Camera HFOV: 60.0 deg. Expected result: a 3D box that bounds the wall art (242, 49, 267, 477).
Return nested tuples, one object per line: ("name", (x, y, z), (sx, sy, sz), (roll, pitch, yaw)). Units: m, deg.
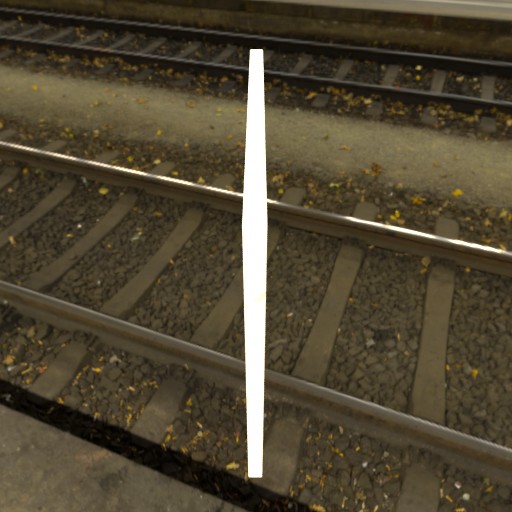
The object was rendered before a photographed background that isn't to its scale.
("wall art", (0.000, 0.000, 1.300), (0.038, 0.889, 0.889), (0, 41, 0))
